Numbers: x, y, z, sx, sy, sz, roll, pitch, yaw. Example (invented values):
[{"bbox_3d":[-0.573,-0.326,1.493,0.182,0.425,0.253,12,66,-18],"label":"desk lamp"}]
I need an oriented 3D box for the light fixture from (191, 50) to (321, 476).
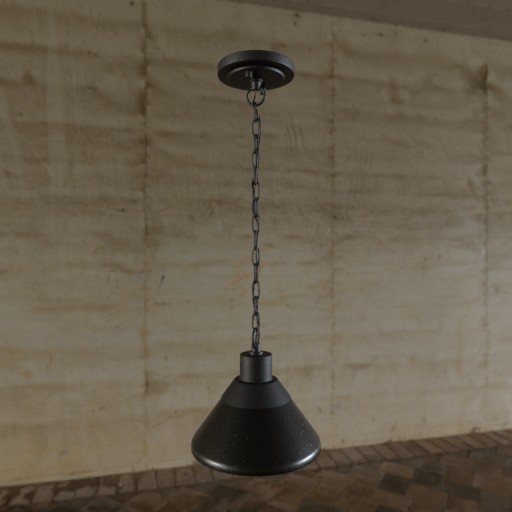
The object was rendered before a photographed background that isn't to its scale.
[{"bbox_3d":[0.000,0.000,0.692,0.201,0.588,0.201,0,0,18],"label":"light fixture"}]
